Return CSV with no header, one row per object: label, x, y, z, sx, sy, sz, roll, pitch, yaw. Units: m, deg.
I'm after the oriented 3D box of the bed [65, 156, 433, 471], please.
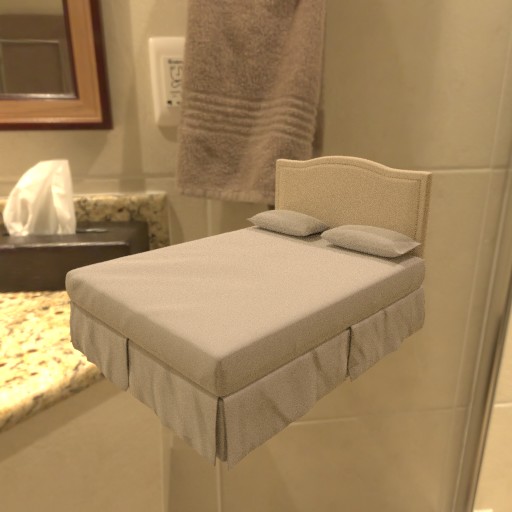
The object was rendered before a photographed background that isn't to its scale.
bed,0.000,0.000,3.586,2.477,1.437,1.977,-17,24,-42
